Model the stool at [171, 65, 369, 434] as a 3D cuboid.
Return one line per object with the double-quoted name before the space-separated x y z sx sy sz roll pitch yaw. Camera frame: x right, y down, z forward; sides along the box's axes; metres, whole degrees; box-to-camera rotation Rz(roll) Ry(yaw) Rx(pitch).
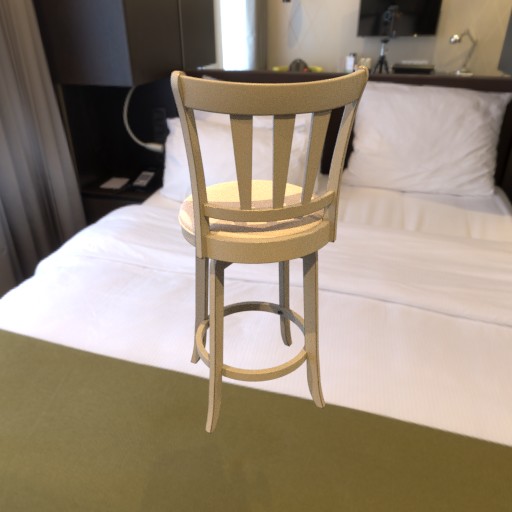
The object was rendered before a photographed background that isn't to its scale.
"stool" 0.000 0.000 1.298 0.436 1.042 0.475 -7 29 -14
